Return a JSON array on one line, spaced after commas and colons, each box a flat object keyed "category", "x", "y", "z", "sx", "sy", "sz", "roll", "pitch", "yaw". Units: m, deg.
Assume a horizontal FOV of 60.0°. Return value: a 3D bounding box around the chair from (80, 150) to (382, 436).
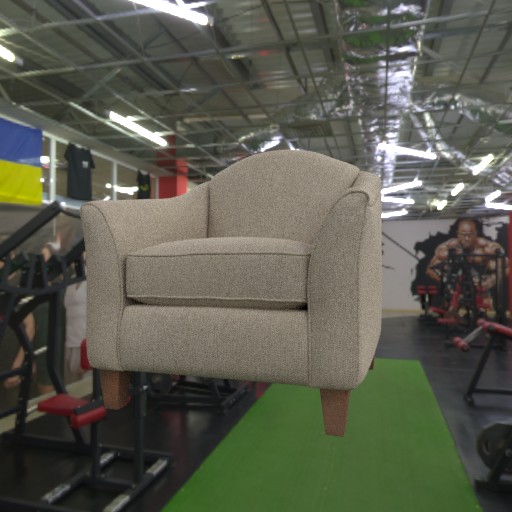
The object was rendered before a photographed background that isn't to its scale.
[{"category": "chair", "x": 0.000, "y": 0.000, "z": 1.430, "sx": 0.763, "sy": 0.839, "sz": 0.787, "roll": 0, "pitch": -1, "yaw": 18}]
